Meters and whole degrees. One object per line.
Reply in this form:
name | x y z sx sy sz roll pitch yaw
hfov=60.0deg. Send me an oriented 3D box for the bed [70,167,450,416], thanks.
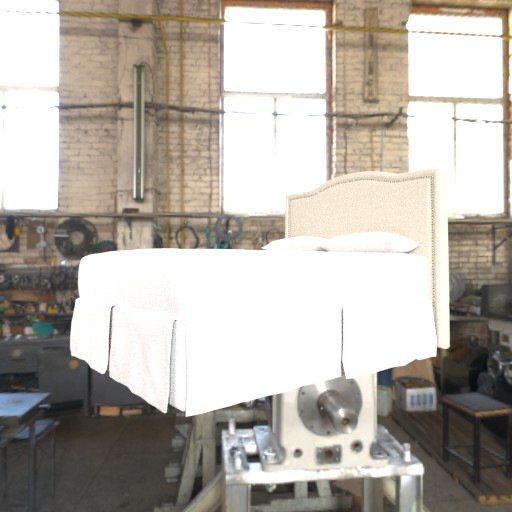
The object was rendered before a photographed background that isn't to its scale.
bed | 0.000 0.000 3.212 2.196 1.449 1.741 1 -1 -38
